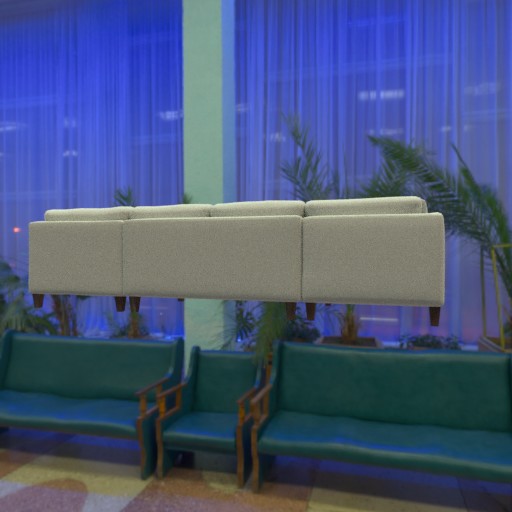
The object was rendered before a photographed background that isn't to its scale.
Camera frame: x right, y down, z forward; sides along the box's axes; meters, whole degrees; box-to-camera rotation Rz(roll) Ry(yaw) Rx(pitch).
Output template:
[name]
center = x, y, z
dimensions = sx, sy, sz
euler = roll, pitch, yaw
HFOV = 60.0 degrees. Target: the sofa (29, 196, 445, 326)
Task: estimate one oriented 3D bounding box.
[sofa]
center = 0.000, 0.000, 4.401
dimensions = 3.238, 0.853, 2.551
euler = 0, 1, 17
